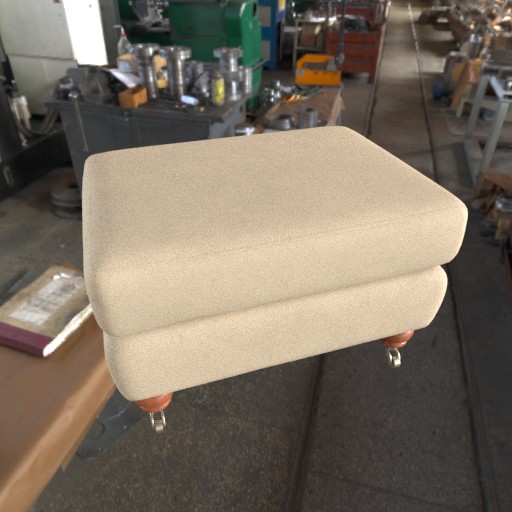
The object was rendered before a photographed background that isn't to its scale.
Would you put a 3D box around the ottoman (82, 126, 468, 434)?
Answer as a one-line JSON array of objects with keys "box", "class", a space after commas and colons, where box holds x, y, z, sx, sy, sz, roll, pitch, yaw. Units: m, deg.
[{"box": [0.000, 0.000, 1.128, 0.773, 0.504, 0.569, -11, 36, -15], "class": "ottoman"}]
